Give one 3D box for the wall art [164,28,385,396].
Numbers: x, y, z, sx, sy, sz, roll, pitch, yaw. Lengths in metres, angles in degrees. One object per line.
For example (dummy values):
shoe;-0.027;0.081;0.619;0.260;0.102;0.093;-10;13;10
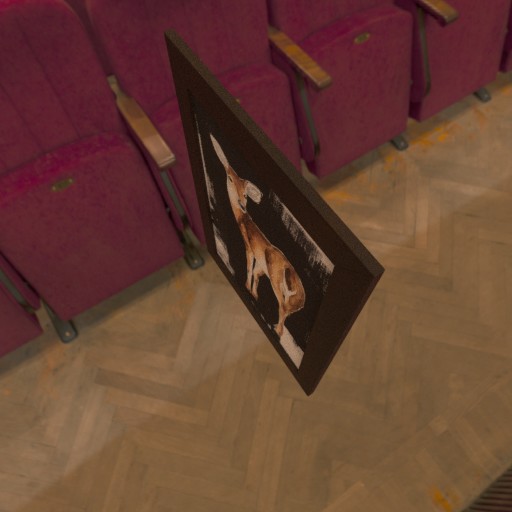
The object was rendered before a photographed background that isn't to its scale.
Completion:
wall art;0.000;0.000;0.647;0.013;0.508;0.359;-30;66;-15
